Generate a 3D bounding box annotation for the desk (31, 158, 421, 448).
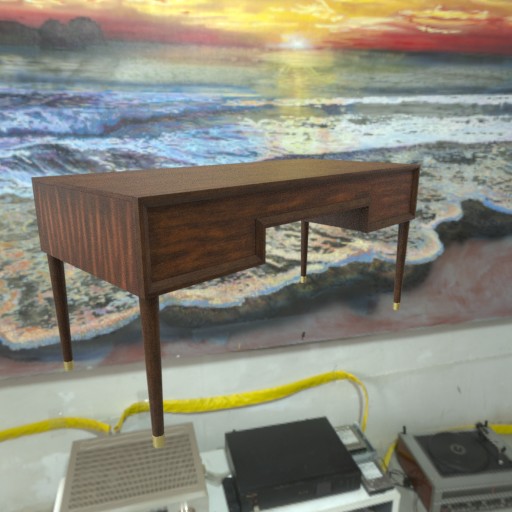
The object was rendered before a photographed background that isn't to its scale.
[{"bbox_3d":[0.000,0.000,1.986,0.724,0.762,1.575,15,22,42],"label":"desk"}]
